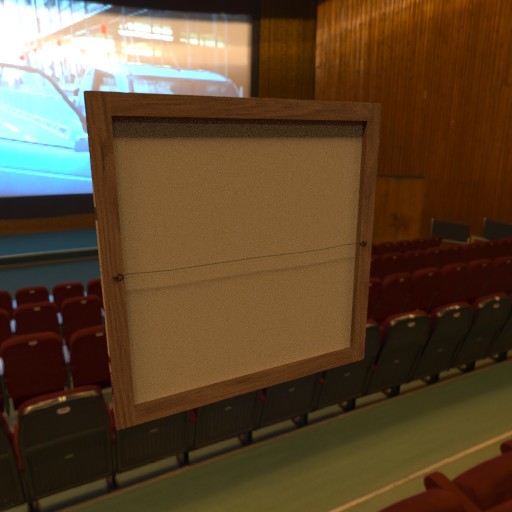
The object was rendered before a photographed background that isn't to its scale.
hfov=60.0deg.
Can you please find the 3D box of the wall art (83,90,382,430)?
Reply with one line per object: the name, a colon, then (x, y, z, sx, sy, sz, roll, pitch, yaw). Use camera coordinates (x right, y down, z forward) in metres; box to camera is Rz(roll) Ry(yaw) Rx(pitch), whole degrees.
wall art: (0.000, 0.000, 1.133, 0.757, 0.762, 0.028, -8, 17, -27)
